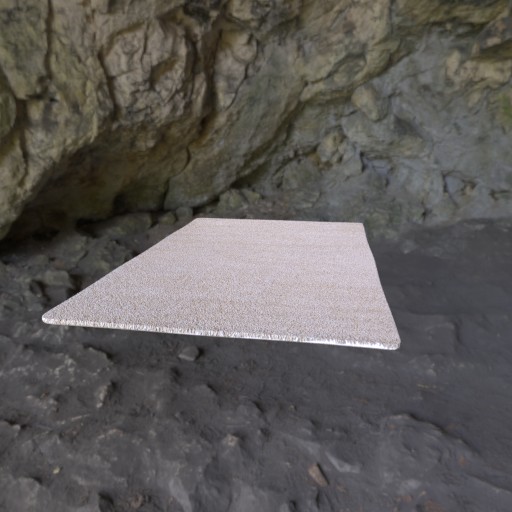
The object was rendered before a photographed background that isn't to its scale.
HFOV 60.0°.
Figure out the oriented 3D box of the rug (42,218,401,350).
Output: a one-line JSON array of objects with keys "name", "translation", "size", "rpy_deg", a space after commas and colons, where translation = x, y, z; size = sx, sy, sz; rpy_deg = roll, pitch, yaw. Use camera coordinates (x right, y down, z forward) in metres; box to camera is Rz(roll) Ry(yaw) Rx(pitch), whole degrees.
[{"name": "rug", "translation": [0.000, 0.000, 2.886], "size": [1.500, 0.026, 2.349], "rpy_deg": [3, 16, 9]}]
